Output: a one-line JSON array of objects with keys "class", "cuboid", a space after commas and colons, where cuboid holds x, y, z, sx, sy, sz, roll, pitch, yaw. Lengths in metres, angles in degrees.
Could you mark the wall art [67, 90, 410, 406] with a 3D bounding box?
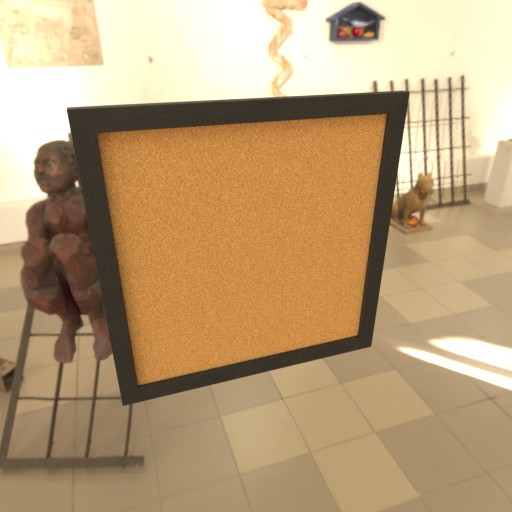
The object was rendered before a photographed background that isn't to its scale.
[{"class": "wall art", "cuboid": [0.000, 0.000, 1.506, 1.016, 1.016, 0.038, -9, 29, -17]}]
